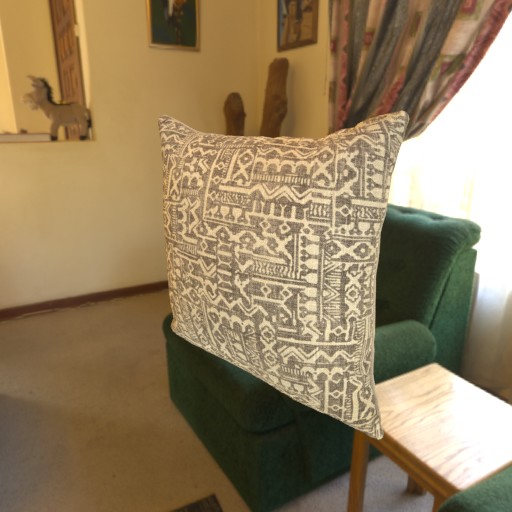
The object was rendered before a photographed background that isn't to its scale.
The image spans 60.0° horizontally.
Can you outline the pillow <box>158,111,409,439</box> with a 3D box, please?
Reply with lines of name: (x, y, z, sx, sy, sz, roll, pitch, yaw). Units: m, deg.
pillow: (0.000, 0.000, 0.791, 0.546, 0.487, 0.180, 16, 24, 42)
